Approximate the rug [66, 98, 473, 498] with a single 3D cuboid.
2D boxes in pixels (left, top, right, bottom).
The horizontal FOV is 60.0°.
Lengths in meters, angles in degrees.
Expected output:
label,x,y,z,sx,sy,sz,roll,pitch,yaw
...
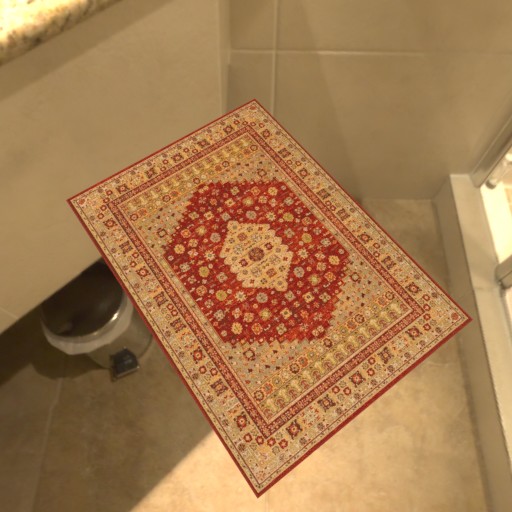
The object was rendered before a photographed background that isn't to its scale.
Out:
label,x,y,z,sx,sy,sz,roll,pitch,yaw
rug,0.000,0.000,2.835,1.593,0.013,2.211,-33,68,-15
